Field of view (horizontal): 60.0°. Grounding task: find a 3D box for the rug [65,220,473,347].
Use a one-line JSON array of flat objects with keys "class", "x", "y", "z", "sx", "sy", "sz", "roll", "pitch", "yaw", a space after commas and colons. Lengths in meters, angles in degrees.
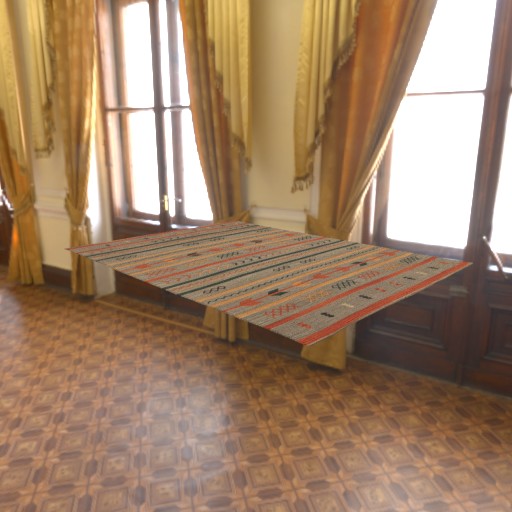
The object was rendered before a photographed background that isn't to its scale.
[{"class": "rug", "x": 0.000, "y": 0.000, "z": 4.063, "sx": 3.029, "sy": 0.022, "sz": 2.263, "roll": 14, "pitch": 20, "yaw": 43}]
